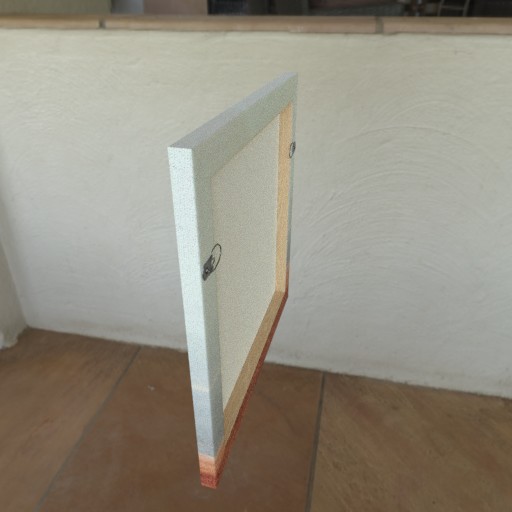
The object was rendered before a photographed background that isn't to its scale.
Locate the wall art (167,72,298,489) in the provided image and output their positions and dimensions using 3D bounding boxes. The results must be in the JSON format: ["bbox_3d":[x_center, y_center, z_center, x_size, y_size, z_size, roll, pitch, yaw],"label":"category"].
[{"bbox_3d":[0.000,0.000,0.590,0.023,0.405,0.405,8,31,13],"label":"wall art"}]
